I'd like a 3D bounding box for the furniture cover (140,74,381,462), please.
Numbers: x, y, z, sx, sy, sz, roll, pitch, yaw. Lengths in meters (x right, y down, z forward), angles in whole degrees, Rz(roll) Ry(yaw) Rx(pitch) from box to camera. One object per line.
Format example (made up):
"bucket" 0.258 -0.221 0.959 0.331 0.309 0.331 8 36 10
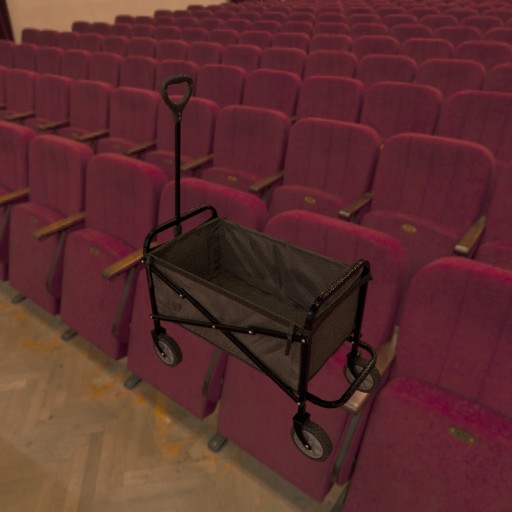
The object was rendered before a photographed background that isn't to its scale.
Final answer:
"furniture cover" 0.000 0.000 1.784 1.038 1.295 0.532 22 37 32
